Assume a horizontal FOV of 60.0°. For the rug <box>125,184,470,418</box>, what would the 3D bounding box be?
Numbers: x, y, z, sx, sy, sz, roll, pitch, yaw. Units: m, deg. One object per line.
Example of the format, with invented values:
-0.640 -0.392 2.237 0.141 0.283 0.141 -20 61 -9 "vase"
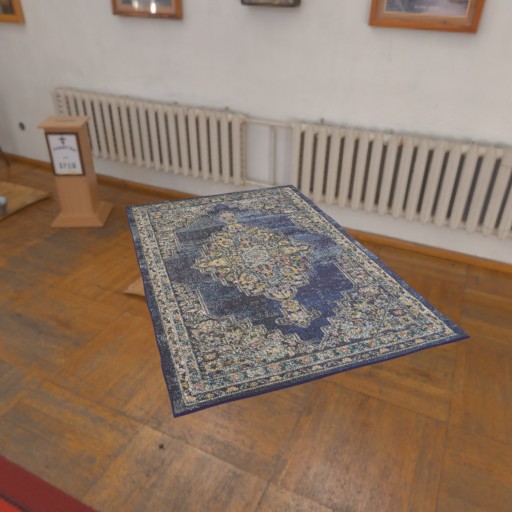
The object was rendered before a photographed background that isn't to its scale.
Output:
0.000 0.000 2.310 1.184 0.012 1.781 -10 31 -17 "rug"
